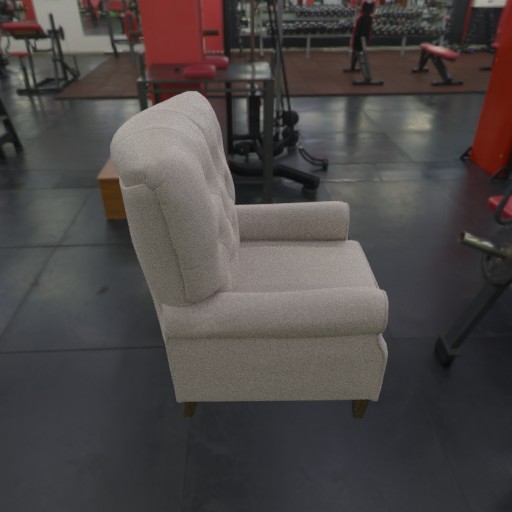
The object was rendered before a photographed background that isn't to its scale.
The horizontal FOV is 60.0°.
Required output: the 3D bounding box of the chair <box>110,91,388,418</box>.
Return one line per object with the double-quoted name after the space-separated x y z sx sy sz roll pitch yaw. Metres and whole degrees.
0.000 0.000 1.887 1.025 1.209 0.942 0 32 0 "chair"
